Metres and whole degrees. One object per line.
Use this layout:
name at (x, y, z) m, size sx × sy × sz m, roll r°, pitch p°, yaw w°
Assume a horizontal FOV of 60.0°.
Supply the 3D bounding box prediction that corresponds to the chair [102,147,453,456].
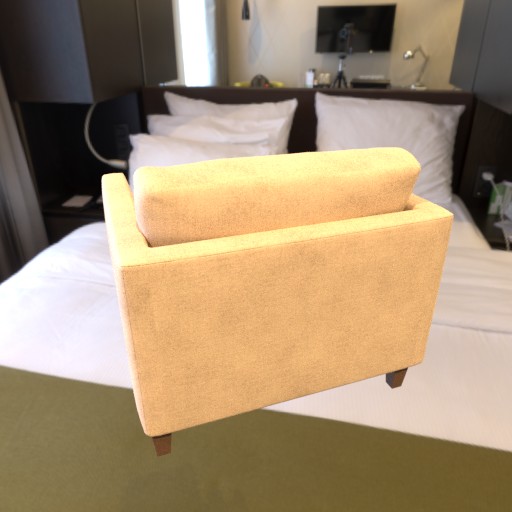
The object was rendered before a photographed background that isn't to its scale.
chair at (0.000, 0.000, 1.841) m, size 1.133 × 0.961 × 0.959 m, roll -9°, pitch 28°, yaw -18°
